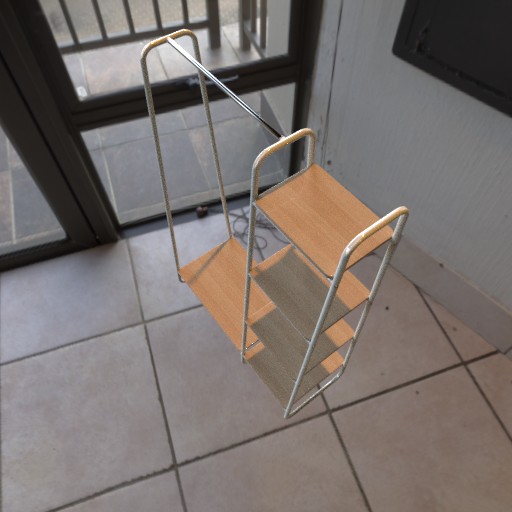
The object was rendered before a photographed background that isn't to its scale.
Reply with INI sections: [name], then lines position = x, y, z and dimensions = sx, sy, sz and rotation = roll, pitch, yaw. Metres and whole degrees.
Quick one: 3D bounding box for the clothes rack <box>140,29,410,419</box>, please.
[clothes rack]
position = 0.000, 0.000, 1.903
dimensions = 0.400, 1.500, 1.011
rotation = -33, 63, -19
